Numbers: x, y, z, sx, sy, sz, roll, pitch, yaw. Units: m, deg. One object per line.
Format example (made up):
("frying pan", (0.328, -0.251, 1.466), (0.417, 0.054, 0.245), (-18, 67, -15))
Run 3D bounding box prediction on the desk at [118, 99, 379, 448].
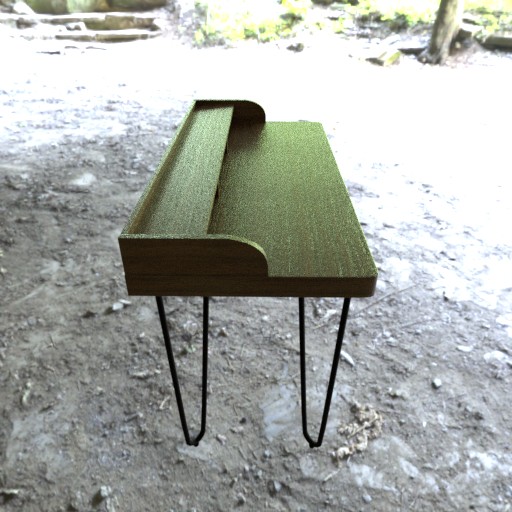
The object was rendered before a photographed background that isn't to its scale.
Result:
("desk", (0.000, 0.000, 1.658), (0.565, 0.854, 1.200), (0, 33, 1))
